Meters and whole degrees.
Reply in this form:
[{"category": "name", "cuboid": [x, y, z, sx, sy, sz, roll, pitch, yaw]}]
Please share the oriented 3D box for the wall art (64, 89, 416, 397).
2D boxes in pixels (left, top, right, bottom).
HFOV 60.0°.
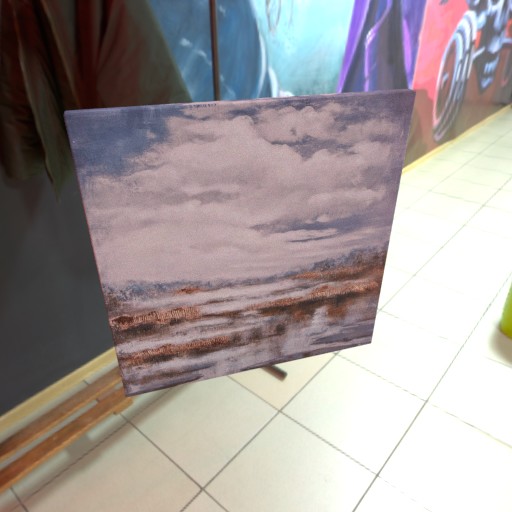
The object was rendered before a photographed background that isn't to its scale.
[{"category": "wall art", "cuboid": [0.000, 0.000, 1.503, 1.010, 1.020, 0.040, -9, 32, -14]}]
